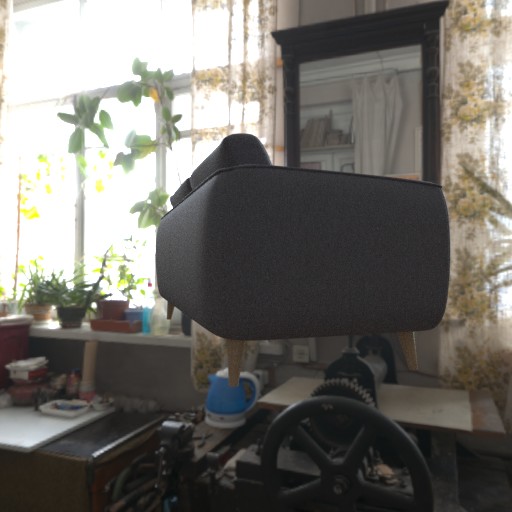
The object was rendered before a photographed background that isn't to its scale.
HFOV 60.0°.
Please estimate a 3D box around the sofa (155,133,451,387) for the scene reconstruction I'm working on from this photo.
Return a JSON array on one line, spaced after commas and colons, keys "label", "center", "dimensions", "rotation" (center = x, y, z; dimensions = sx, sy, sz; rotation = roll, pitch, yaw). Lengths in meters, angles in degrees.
[{"label": "sofa", "center": [0.000, 0.000, 2.430], "dimensions": [0.920, 0.870, 2.000], "rotation": [0, -1, -18]}]
